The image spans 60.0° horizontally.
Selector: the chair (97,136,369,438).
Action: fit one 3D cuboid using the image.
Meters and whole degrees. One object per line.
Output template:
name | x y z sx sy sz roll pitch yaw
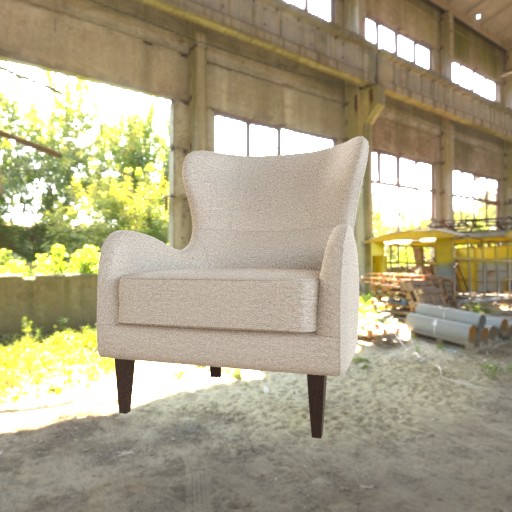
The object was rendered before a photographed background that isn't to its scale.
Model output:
chair | 0.000 0.000 1.795 0.861 1.064 0.984 0 -1 19
